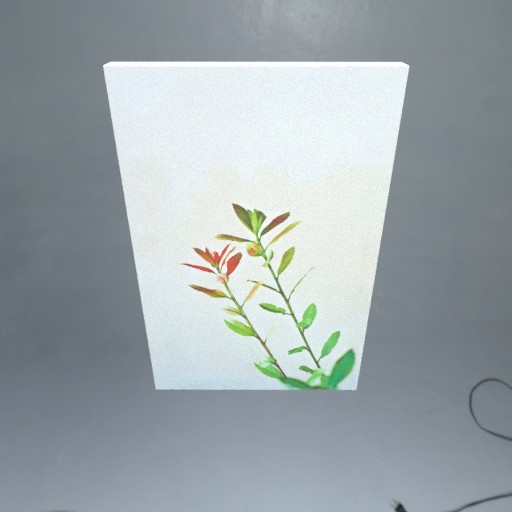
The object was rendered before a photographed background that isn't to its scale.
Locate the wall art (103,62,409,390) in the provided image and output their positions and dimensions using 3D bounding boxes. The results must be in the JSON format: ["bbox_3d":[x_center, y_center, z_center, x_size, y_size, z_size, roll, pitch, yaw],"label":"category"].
[{"bbox_3d":[0.000,0.000,0.762,0.408,0.611,0.038,0,31,0],"label":"wall art"}]
